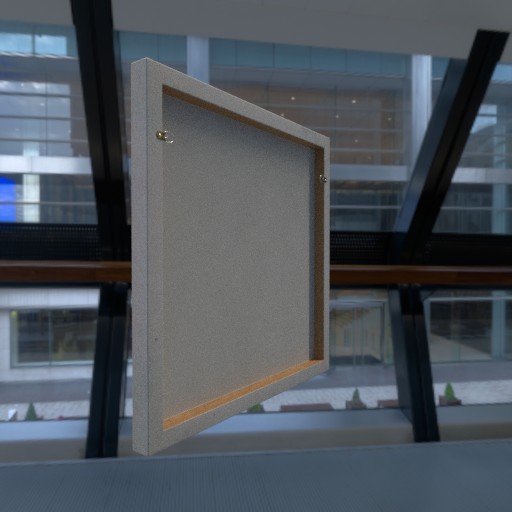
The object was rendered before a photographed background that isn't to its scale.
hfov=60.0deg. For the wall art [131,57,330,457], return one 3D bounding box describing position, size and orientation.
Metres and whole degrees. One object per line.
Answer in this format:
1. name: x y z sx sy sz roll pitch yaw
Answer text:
1. wall art: 0.000 0.000 0.933 0.040 0.612 0.612 1 1 36
